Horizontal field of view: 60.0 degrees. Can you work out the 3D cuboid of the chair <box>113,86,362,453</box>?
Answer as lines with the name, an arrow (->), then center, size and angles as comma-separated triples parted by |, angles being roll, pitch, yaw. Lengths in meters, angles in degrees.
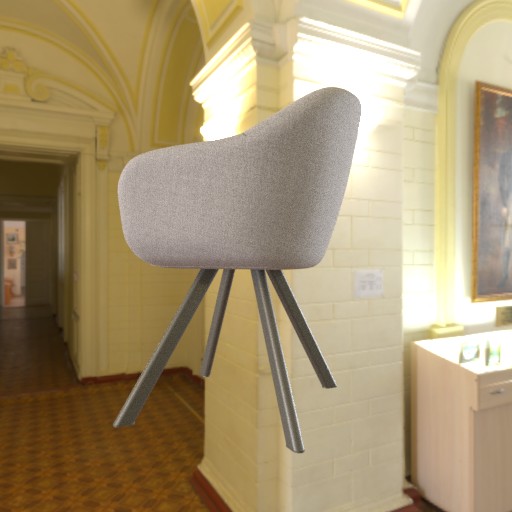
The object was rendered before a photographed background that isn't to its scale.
chair -> 0.000, 0.000, 1.181 | 0.550, 0.795, 0.590 | 0, 0, 18
